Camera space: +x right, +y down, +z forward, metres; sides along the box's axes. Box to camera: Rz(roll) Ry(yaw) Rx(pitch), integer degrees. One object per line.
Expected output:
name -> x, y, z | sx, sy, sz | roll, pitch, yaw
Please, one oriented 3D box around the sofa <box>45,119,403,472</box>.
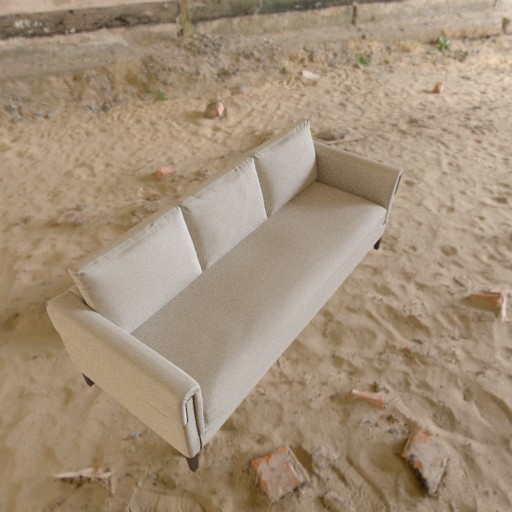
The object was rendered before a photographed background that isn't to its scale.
sofa -> 0.000, 0.000, 2.697 | 0.902, 0.911, 2.198 | 26, 48, 27
